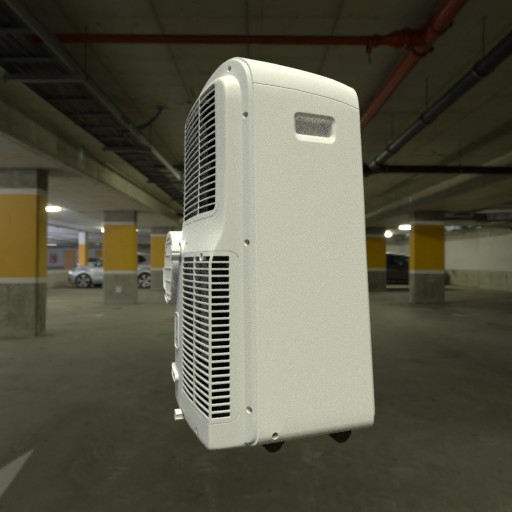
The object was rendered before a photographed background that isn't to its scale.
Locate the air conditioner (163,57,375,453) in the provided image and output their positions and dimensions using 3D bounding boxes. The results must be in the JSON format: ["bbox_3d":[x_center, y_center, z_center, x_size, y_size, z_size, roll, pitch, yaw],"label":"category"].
[{"bbox_3d":[0.000,0.000,0.965,0.365,0.700,0.454,0,-1,-18],"label":"air conditioner"}]
